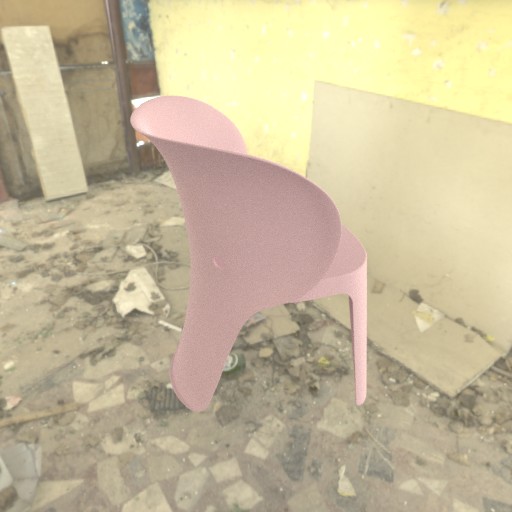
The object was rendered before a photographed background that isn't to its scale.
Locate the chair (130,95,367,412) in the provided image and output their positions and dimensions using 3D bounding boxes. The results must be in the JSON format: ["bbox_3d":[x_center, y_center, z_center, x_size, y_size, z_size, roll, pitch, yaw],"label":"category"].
[{"bbox_3d":[0.000,0.000,0.867,0.402,0.554,0.451,-10,31,-17],"label":"chair"}]
